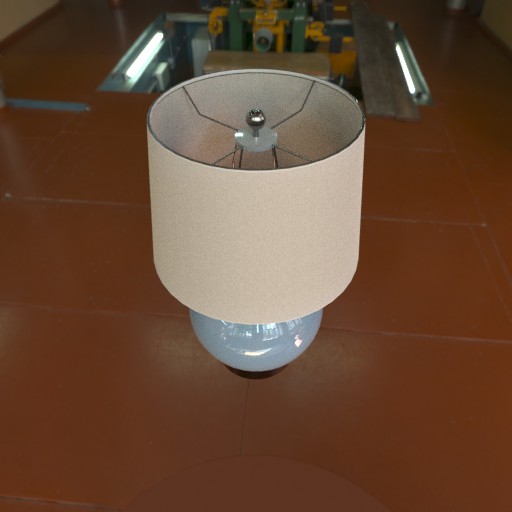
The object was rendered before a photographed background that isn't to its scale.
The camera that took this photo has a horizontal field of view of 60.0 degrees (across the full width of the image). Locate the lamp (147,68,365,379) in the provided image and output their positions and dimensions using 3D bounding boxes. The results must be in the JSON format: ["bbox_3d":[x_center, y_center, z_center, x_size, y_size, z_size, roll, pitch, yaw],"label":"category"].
[{"bbox_3d":[0.000,0.000,0.556,0.247,0.387,0.247,0,44,0],"label":"lamp"}]
